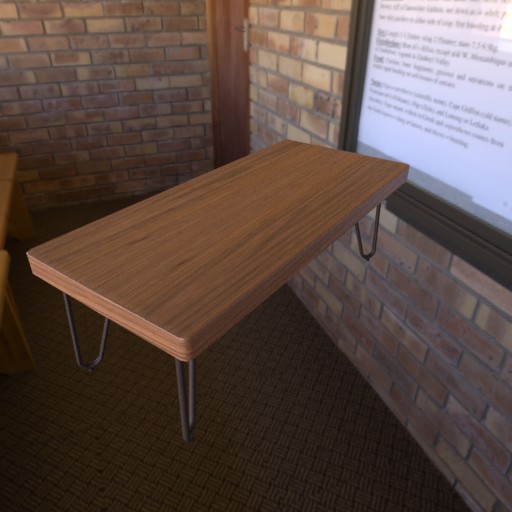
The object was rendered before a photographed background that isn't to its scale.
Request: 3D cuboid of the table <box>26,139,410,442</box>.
[{"bbox_3d":[0.000,0.000,1.692,0.637,0.468,1.375,21,37,30],"label":"table"}]
